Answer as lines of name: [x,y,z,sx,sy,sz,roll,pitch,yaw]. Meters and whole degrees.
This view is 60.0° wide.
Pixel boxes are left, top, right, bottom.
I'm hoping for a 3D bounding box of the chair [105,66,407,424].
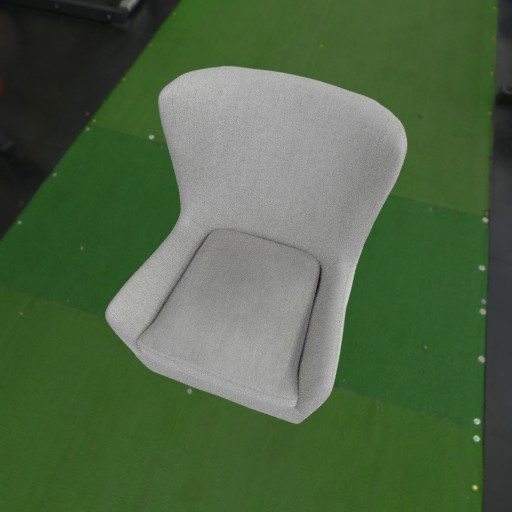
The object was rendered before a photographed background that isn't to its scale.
chair: [0.000,0.000,1.650,0.779,1.000,0.904,17,60,10]
